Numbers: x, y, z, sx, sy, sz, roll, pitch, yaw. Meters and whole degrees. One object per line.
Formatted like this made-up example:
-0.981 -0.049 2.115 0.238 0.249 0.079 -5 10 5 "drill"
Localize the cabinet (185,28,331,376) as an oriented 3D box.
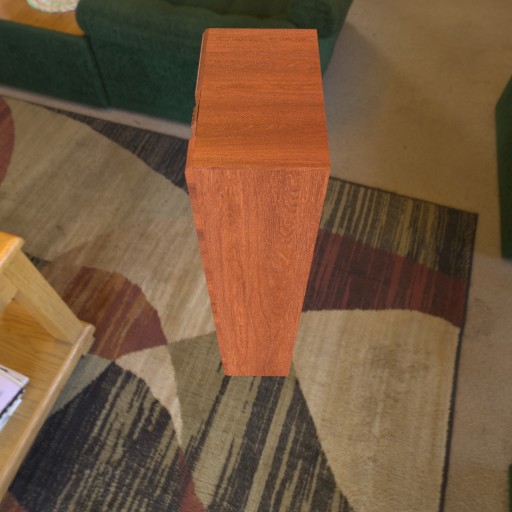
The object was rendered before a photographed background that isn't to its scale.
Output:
0.000 0.000 2.234 0.420 1.980 0.660 1 58 0 "cabinet"
